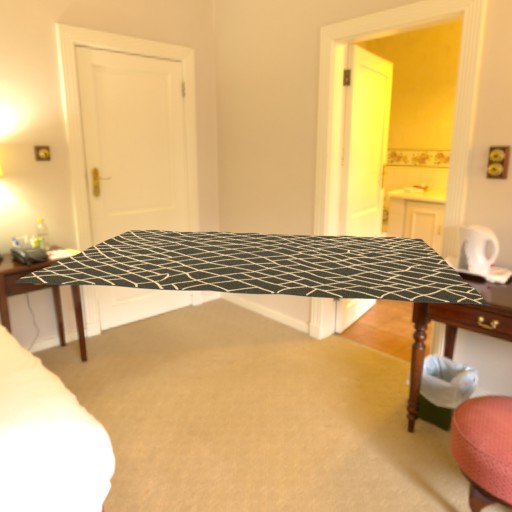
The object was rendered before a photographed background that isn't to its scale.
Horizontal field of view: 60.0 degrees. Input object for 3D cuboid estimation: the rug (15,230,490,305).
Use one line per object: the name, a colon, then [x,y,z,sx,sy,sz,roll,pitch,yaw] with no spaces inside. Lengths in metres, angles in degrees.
rug: [0.000,0.000,2.983,2.448,0.017,1.529,2,14,8]
